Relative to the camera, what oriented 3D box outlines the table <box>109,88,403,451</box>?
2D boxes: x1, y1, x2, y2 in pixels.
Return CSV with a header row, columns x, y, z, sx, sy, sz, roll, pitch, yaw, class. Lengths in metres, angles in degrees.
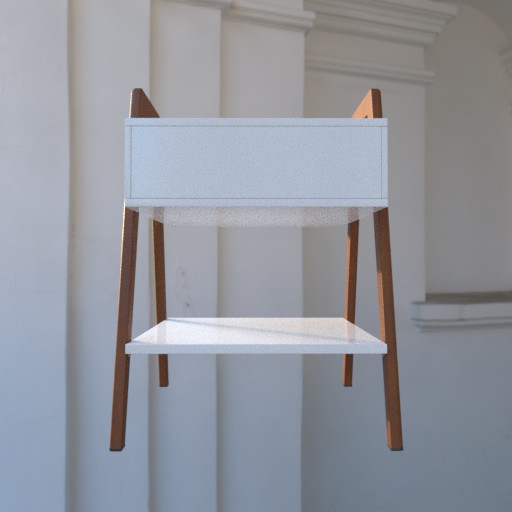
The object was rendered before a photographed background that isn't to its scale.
x,y,z,sx,sy,sz,roll,pitch,yaw,class
0.000,0.000,0.891,0.457,0.610,0.405,0,-1,0,table
